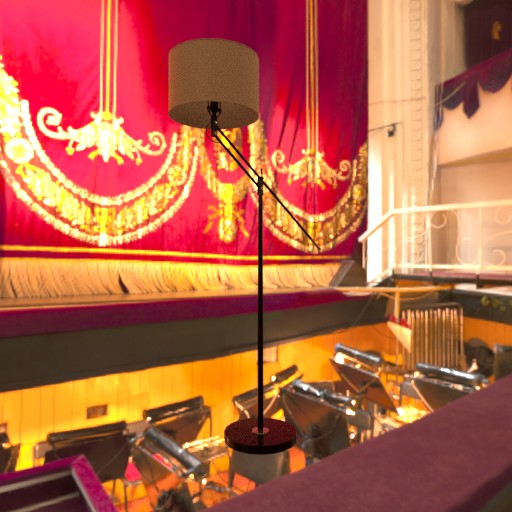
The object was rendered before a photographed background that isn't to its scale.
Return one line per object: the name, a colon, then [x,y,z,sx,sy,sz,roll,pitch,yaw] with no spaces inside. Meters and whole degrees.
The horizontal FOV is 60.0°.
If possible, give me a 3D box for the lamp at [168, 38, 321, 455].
lamp: [0.000,0.000,1.969,0.809,1.635,0.373,0,0,-37]
